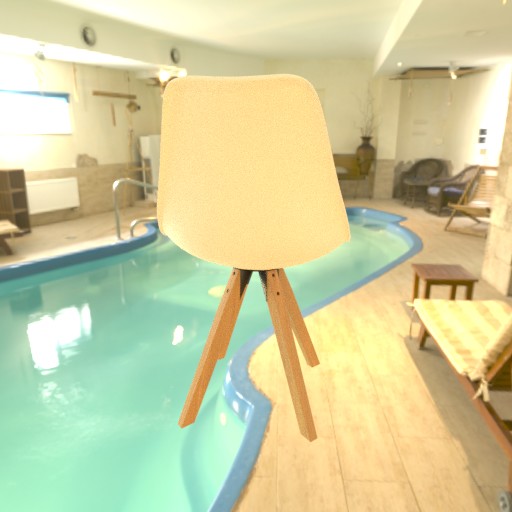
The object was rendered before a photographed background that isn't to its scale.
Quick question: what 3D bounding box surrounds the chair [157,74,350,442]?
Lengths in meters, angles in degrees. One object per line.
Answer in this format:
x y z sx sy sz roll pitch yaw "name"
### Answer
0.000 0.000 1.190 0.485 0.849 0.550 2 16 8 "chair"
